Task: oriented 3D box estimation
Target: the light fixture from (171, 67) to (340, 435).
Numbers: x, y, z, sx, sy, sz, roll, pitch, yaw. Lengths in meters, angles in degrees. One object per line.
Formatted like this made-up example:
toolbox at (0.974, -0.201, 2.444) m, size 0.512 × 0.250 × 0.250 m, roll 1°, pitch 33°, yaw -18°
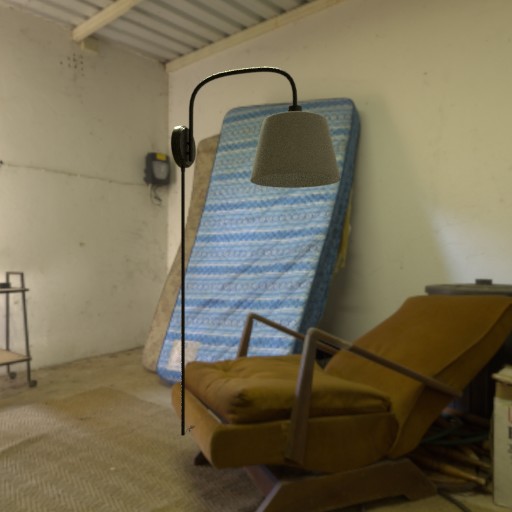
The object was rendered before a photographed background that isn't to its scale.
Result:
light fixture at (0.000, 0.000, 0.469) m, size 0.176 × 0.399 × 0.092 m, roll 0°, pitch 0°, yaw 17°
